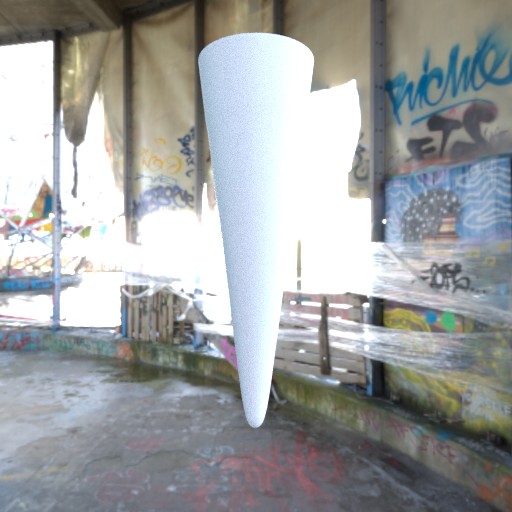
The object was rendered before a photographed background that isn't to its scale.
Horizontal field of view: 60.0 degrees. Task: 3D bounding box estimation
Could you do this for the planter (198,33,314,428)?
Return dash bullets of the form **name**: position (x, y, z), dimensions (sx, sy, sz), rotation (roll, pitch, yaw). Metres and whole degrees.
- **planter**: position (0.000, 0.000, 0.224), dimensions (0.057, 0.193, 0.064), rotation (0, 1, -1)
